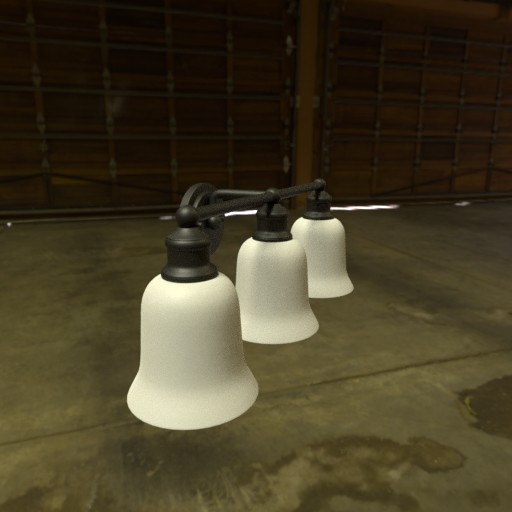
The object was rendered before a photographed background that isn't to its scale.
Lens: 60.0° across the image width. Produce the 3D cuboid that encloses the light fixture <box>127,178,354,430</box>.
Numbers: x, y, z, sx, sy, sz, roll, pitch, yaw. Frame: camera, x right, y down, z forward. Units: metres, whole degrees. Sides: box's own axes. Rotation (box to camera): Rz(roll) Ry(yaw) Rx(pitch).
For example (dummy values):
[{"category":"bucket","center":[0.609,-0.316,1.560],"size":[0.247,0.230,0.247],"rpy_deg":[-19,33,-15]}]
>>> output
[{"category":"light fixture","center":[0.000,0.000,0.669],"size":[0.198,0.211,0.570],"rpy_deg":[7,15,25]}]
